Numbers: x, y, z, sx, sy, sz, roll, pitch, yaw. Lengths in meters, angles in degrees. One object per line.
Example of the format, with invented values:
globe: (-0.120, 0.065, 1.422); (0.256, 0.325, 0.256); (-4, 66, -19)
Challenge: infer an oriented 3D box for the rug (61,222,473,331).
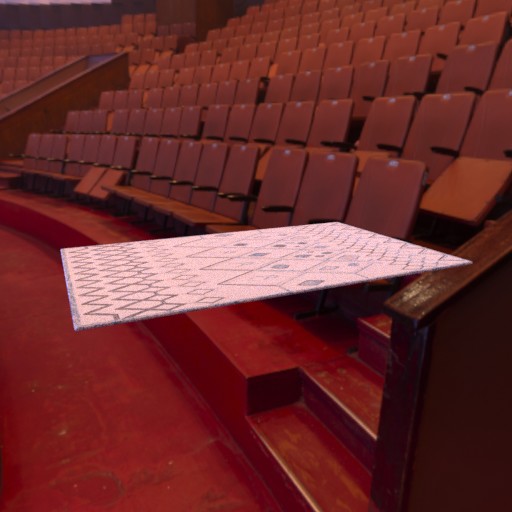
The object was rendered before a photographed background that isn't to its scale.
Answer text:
rug: (0.000, 0.000, 3.071); (2.439, 0.015, 1.524); (-7, 17, -24)
